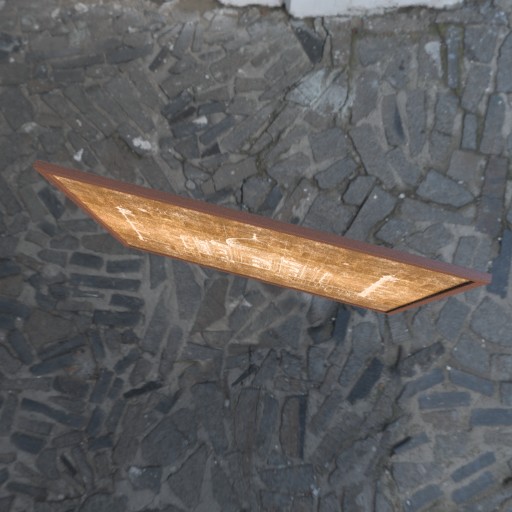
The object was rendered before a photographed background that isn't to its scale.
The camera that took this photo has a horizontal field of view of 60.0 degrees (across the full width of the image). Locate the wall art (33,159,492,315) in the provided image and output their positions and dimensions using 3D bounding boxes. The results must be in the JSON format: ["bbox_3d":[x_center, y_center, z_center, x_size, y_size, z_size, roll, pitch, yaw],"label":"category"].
[{"bbox_3d":[0.000,0.000,0.840,0.660,0.455,0.014,14,77,3],"label":"wall art"}]
